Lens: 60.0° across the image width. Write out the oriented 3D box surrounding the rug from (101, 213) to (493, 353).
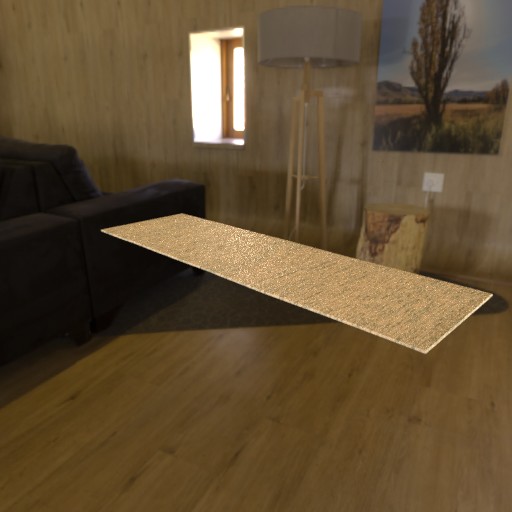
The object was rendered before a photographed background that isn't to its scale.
[{"bbox_3d":[0.000,0.000,2.507,2.290,0.014,0.700,17,25,41],"label":"rug"}]
